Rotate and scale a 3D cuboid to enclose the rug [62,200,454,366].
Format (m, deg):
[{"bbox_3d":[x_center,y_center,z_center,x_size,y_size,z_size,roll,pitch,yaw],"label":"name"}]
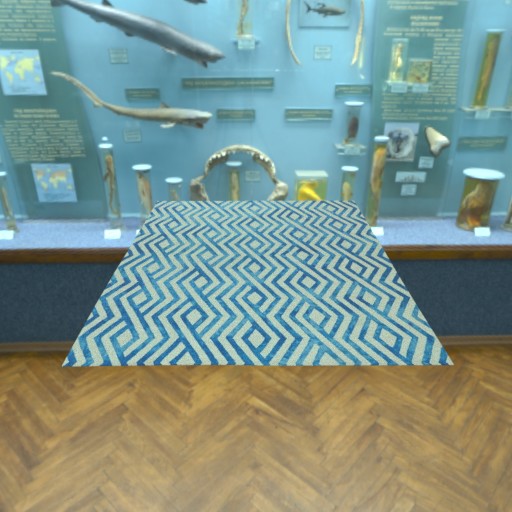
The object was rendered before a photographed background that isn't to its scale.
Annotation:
[{"bbox_3d":[0.000,0.000,4.127,2.453,0.008,3.059,0,27,0],"label":"rug"}]
